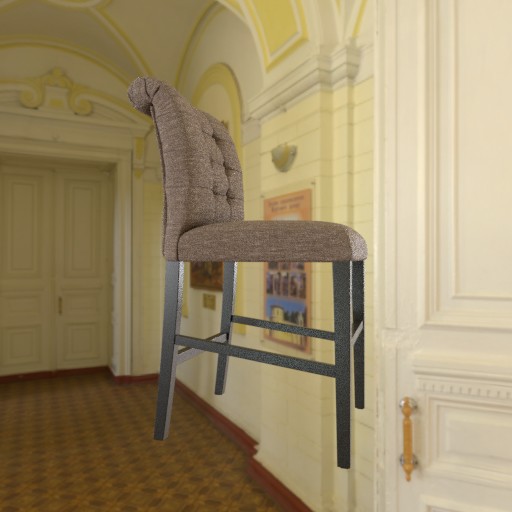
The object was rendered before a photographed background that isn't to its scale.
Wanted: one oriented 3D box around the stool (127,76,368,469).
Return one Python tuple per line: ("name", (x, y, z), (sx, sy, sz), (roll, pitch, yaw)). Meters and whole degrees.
("stool", (0.000, 0.000, 1.303), (0.611, 0.970, 0.457), (0, 0, 18))
